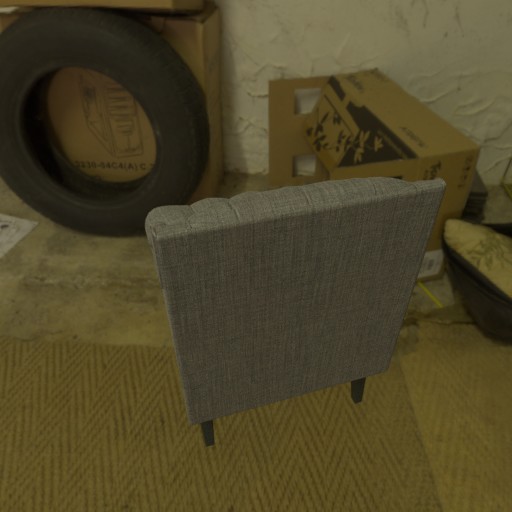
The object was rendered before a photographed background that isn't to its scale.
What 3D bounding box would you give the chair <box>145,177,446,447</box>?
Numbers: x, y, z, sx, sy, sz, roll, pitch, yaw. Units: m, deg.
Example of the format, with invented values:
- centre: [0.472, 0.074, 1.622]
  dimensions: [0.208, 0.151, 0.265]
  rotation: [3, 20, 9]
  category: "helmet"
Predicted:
- centre: [0.000, 0.000, 1.438]
  dimensions: [0.655, 0.891, 0.771]
  rotation: [-11, 42, -13]
  category: "chair"
